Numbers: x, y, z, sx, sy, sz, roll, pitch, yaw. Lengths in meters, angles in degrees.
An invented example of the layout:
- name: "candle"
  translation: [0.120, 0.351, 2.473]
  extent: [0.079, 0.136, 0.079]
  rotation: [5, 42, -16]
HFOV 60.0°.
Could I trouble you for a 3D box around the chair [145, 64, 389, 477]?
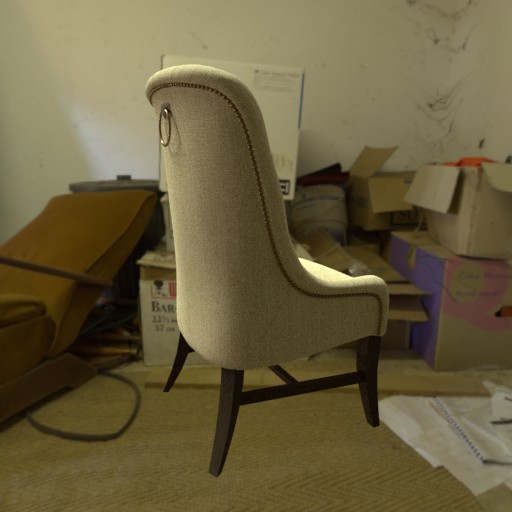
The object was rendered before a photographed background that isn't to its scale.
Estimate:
- name: "chair"
  translation: [0.000, 0.000, 1.447]
  extent: [0.629, 1.091, 0.634]
  rotation: [-7, 15, -26]
